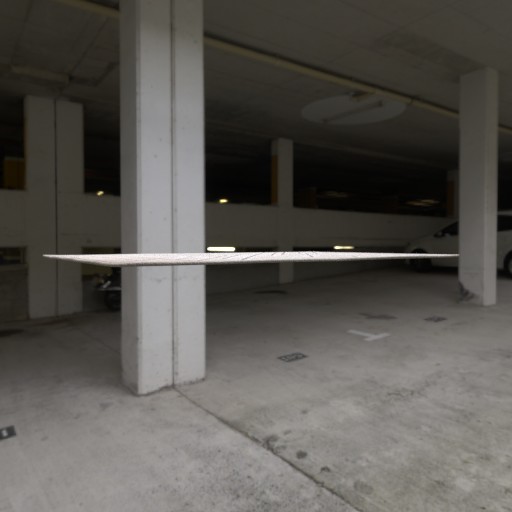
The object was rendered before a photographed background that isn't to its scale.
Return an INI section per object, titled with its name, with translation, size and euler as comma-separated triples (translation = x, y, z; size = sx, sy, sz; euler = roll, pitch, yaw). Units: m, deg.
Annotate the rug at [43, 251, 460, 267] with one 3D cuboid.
[rug]
translation = 0.000, 0.000, 3.080
size = 2.459, 0.023, 1.575
euler = -1, 2, -35
